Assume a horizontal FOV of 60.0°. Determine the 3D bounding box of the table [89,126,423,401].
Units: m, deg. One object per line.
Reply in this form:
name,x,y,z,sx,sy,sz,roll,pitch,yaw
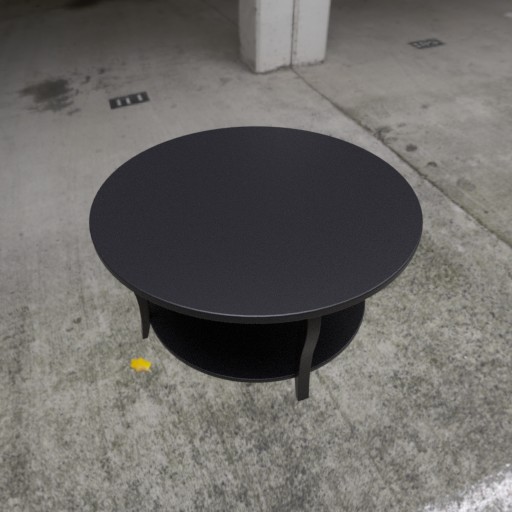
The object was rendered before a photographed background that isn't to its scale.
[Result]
table,0.000,0.000,1.409,0.914,0.457,0.914,0,41,0
